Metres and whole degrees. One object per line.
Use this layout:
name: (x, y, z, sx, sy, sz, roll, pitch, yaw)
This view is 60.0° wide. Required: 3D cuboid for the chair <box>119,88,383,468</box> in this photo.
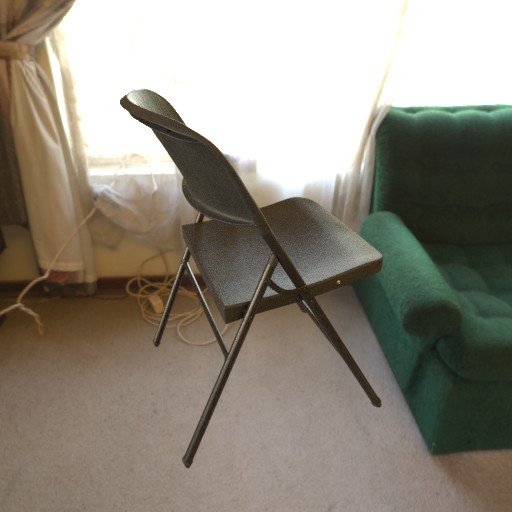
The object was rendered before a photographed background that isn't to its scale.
chair: (0.000, 0.000, 1.143, 0.566, 0.810, 0.494, -10, 31, -17)
